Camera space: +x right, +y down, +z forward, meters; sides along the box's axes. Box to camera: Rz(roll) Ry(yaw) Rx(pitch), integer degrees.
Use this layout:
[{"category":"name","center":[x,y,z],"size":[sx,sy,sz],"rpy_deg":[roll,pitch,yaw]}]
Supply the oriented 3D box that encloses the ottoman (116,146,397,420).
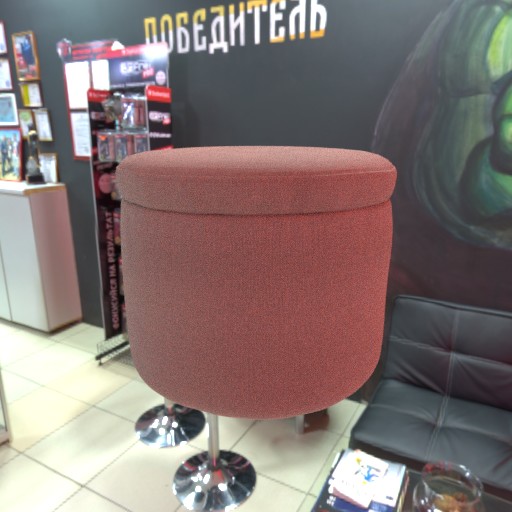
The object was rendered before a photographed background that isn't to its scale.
[{"category":"ottoman","center":[0.000,0.000,0.857],"size":[0.497,0.409,0.497],"rpy_deg":[0,16,0]}]
